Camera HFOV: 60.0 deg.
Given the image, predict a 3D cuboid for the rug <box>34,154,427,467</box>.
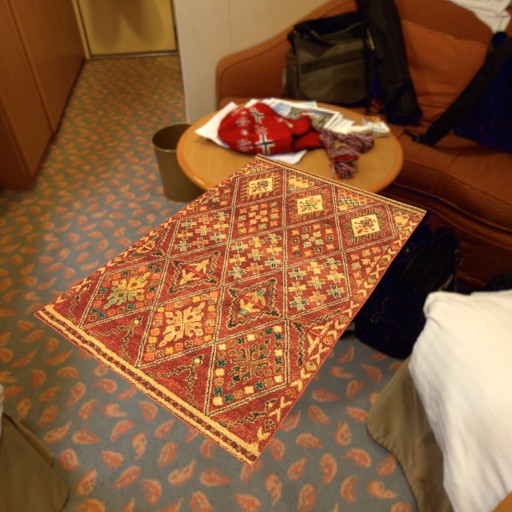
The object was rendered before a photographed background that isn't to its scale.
[{"bbox_3d":[0.000,0.000,2.910,1.521,0.026,2.286,24,47,25],"label":"rug"}]
